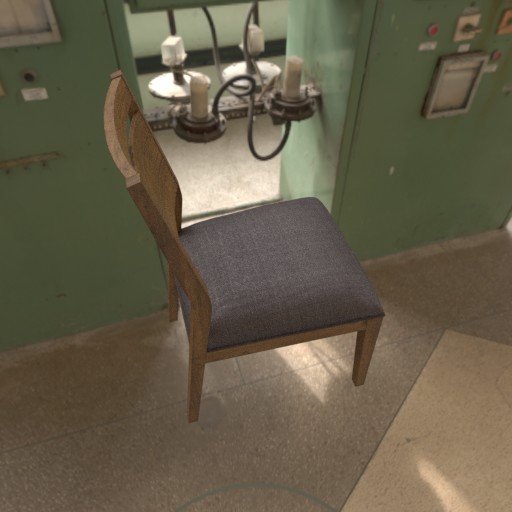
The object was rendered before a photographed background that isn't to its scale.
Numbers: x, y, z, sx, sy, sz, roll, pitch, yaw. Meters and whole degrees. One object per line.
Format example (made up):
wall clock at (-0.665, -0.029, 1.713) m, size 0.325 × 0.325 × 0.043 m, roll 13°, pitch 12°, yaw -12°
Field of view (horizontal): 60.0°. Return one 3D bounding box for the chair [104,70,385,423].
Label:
chair at (0.000, 0.000, 1.245) m, size 0.610 × 0.939 × 0.501 m, roll -12°, pitch 48°, yaw -11°
